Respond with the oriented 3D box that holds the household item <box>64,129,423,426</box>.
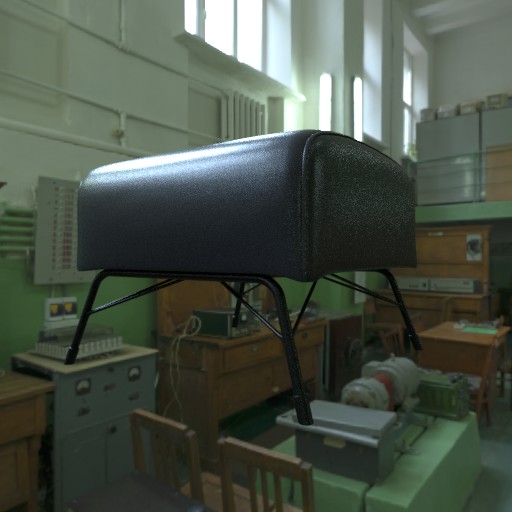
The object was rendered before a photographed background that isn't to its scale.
[{"bbox_3d":[0.000,0.000,0.905,0.530,0.410,0.530,0,0,35],"label":"household item"}]
